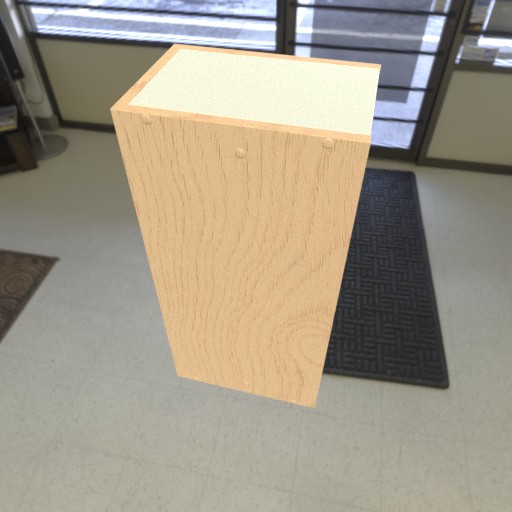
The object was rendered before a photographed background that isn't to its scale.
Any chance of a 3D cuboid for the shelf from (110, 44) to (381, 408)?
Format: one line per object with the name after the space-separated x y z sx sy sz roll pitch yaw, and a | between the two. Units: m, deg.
0.000 0.000 0.757 0.290 0.600 0.200 10 47 10 | shelf
